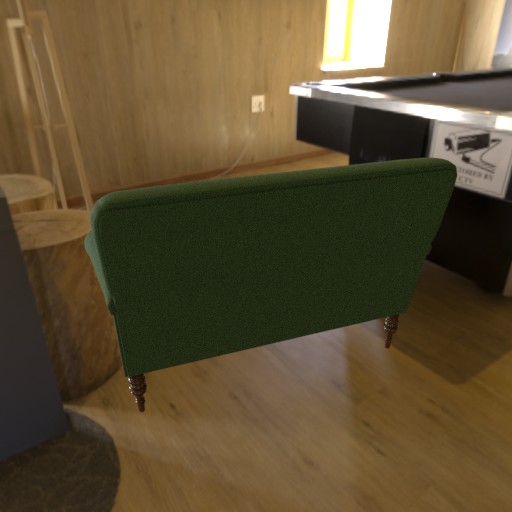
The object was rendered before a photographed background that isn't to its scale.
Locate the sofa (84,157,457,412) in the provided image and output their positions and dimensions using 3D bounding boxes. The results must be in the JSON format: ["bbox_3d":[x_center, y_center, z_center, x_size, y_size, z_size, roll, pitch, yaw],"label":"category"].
[{"bbox_3d":[0.000,0.000,1.820,1.297,0.889,0.779,-9,29,-18],"label":"sofa"}]
